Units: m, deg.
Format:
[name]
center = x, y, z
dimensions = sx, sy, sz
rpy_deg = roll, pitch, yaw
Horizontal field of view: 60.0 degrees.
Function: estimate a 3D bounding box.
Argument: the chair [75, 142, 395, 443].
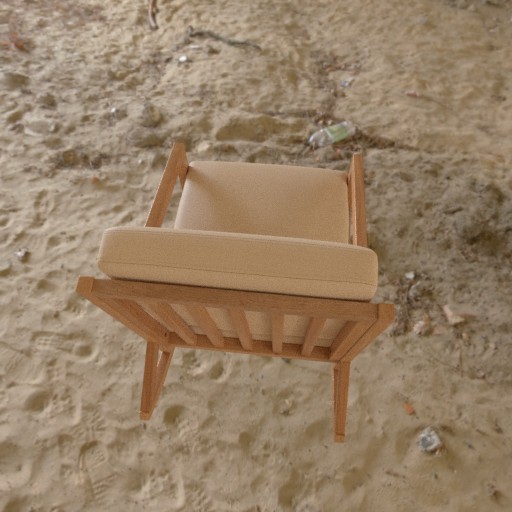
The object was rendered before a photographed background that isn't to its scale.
[chair]
center = 0.000, 0.000, 1.374
dimensions = 0.622, 0.790, 0.857
rpy_deg = 5, 47, 4
